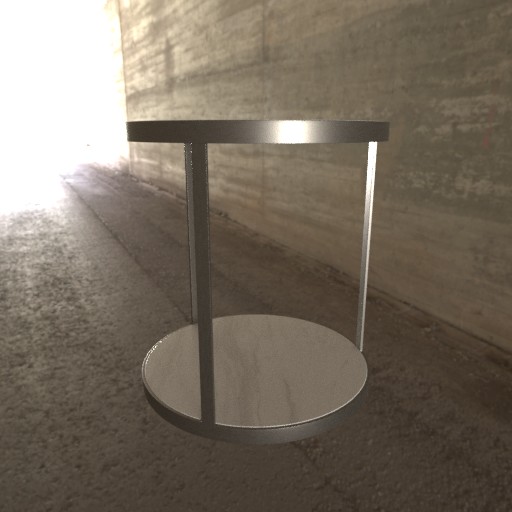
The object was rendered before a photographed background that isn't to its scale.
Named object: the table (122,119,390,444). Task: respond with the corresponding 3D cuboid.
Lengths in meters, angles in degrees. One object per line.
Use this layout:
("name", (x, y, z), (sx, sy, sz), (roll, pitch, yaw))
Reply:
("table", (0.000, 0.000, 0.831), (0.445, 0.479, 0.445), (0, 16, 0))
